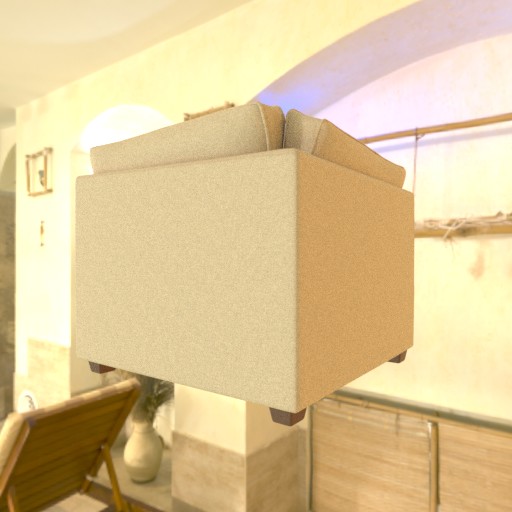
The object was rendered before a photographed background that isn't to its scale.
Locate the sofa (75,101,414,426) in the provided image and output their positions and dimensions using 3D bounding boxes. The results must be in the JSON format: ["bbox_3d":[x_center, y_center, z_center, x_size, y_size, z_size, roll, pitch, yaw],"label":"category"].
[{"bbox_3d":[0.000,0.000,1.861,1.042,0.937,1.050,0,0,37],"label":"sofa"}]
